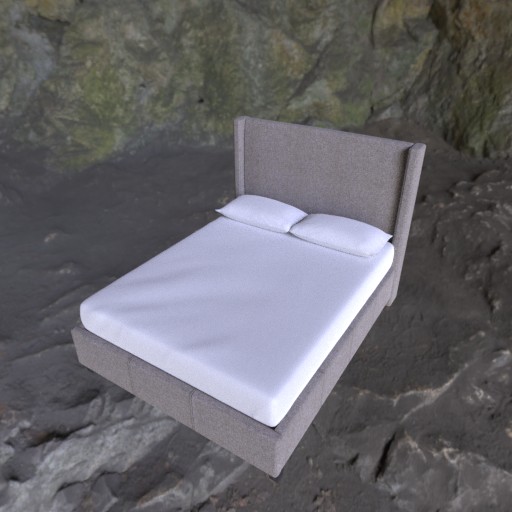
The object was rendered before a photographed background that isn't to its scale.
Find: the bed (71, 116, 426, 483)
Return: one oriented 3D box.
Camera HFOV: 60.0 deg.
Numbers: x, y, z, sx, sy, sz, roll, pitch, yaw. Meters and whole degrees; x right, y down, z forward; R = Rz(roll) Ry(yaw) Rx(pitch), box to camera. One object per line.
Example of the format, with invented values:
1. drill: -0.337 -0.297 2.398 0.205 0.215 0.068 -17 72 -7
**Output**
1. bed: 0.000 0.000 3.395 1.714 1.476 2.245 18 35 28
